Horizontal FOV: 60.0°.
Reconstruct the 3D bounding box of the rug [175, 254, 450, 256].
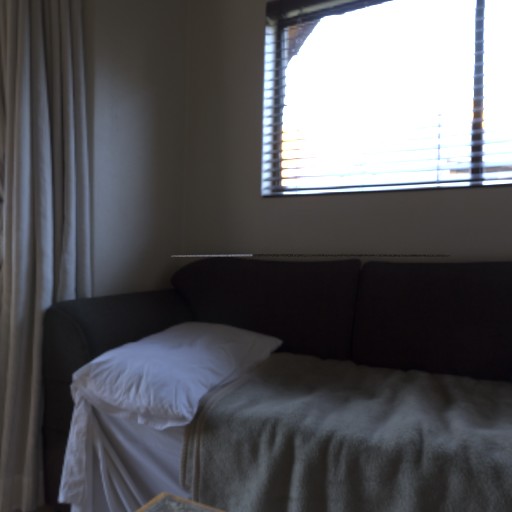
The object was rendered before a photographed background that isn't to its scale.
[{"bbox_3d":[0.000,0.000,2.691,0.766,0.008,2.432,0,0,-17],"label":"rug"}]
